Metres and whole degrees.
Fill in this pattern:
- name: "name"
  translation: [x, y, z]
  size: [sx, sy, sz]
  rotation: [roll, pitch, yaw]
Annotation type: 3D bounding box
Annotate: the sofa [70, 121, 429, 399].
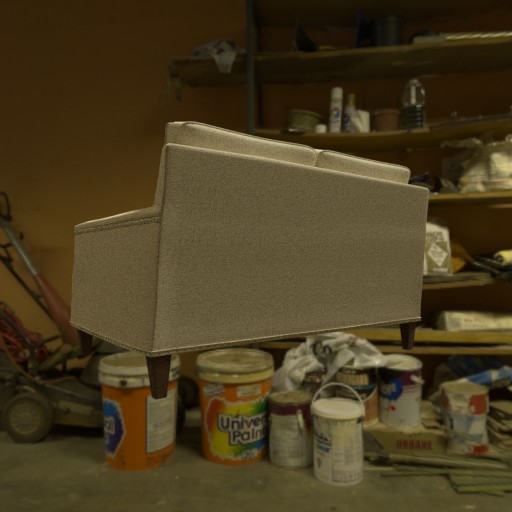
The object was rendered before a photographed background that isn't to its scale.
- name: "sofa"
  translation: [0.000, 0.000, 2.305]
  size: [1.597, 1.003, 1.084]
  rotation: [1, -1, -37]
